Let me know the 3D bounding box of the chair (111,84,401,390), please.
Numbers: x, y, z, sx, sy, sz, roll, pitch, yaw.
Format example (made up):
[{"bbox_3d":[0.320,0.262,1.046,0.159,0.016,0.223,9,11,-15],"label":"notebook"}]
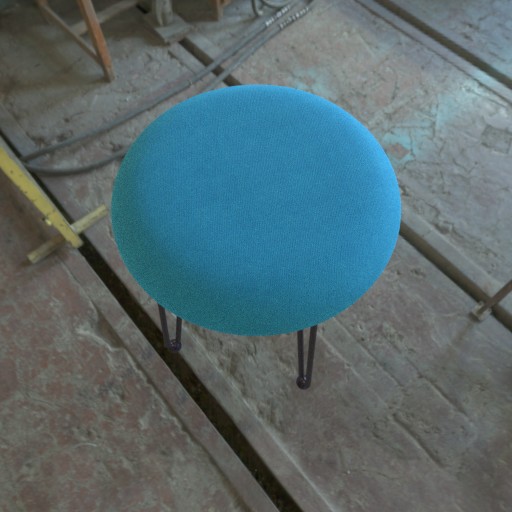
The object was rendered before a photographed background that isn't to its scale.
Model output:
[{"bbox_3d":[0.000,0.000,0.696,0.350,0.430,0.350,3,64,2],"label":"chair"}]
